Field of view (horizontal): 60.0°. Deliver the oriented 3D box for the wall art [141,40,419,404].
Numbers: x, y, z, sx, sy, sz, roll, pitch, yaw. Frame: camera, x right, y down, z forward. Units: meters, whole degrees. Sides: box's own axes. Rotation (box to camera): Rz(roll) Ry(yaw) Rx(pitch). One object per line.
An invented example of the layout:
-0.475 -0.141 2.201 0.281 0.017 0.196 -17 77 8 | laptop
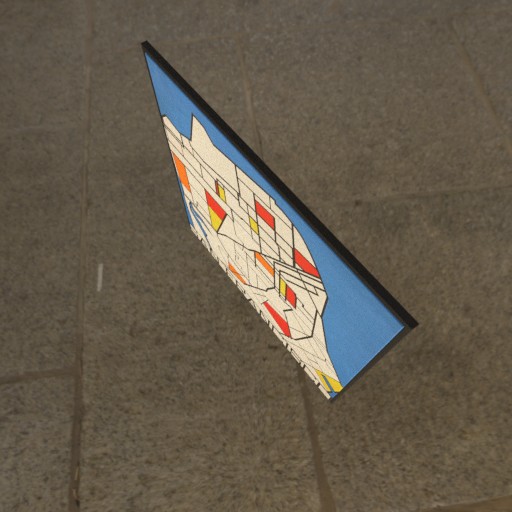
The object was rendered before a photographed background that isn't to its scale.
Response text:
0.000 0.000 0.974 0.015 0.663 0.664 -34 69 -16 | wall art
